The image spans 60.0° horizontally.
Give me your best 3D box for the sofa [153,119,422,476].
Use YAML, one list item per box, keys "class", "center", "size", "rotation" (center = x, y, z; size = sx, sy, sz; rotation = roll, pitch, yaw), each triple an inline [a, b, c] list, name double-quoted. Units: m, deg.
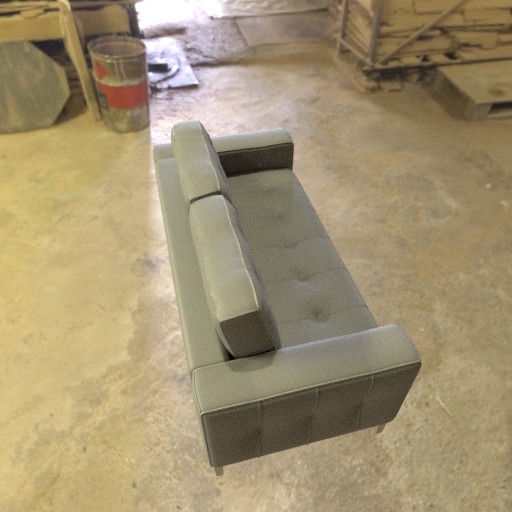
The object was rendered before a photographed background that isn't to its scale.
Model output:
- class: "sofa"
  center: [0.000, 0.000, 2.211]
  size: [0.833, 0.893, 1.726]
  rotation: [-10, 46, -10]
